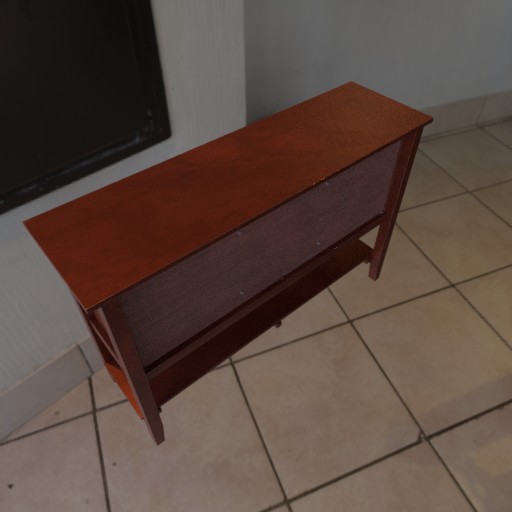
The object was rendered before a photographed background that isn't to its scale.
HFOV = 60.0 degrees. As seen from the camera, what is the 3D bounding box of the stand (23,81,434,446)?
[{"bbox_3d":[0.000,0.000,1.737,1.362,0.872,0.410,-31,53,-27],"label":"stand"}]
